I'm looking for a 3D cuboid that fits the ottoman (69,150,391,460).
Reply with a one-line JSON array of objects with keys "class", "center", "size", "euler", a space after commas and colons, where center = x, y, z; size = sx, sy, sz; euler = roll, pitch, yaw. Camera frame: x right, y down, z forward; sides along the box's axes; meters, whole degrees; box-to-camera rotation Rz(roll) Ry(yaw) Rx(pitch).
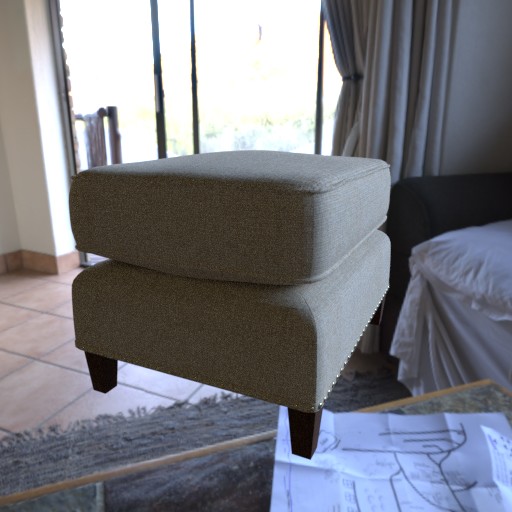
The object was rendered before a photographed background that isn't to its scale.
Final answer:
[{"class": "ottoman", "center": [0.000, 0.000, 1.154], "size": [0.589, 0.537, 0.738], "euler": [7, 17, 25]}]
